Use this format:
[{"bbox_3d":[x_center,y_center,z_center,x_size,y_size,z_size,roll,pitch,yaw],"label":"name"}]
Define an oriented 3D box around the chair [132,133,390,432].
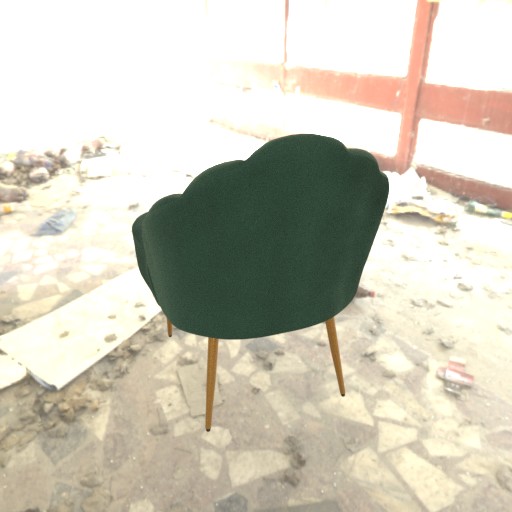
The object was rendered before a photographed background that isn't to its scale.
[{"bbox_3d":[0.000,0.000,1.276,0.657,0.819,0.599,-9,30,-16],"label":"chair"}]
